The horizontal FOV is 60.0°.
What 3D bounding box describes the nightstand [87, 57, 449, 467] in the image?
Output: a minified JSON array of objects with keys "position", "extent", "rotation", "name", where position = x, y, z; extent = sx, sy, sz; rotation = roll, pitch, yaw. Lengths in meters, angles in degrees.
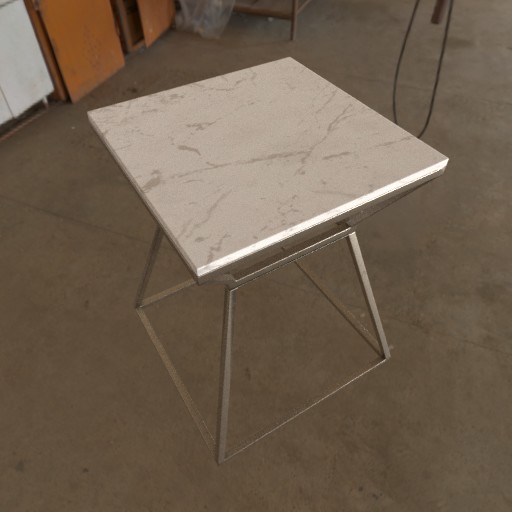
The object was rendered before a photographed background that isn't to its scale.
[{"position":[0.000,0.000,0.886],"extent":[0.455,0.554,0.455],"rotation":[-24,52,-21],"name":"nightstand"}]
